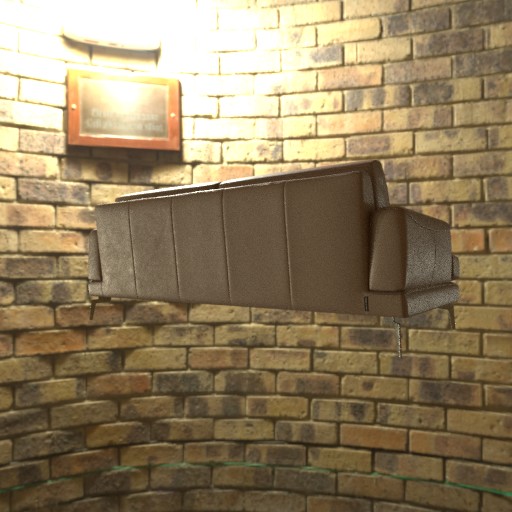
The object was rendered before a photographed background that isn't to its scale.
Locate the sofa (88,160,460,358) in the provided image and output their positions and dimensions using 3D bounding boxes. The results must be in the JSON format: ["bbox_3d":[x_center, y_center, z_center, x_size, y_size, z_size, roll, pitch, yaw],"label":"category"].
[{"bbox_3d":[0.000,0.000,2.475,1.940,0.765,0.974,-1,-1,36],"label":"sofa"}]
